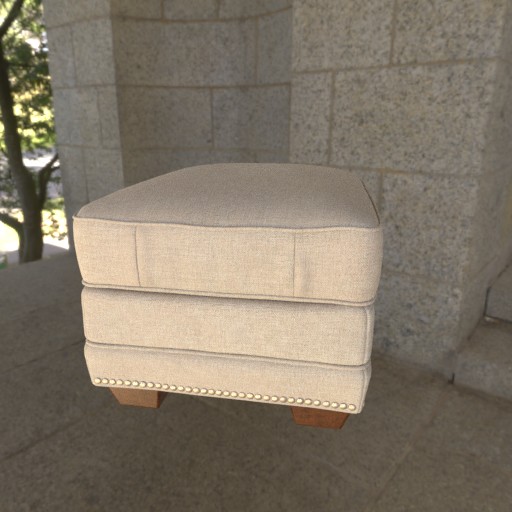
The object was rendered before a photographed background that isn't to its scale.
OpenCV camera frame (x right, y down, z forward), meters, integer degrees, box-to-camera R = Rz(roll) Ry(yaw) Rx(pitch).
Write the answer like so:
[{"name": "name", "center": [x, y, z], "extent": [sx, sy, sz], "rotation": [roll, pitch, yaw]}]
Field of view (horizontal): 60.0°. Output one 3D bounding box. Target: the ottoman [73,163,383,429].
[{"name": "ottoman", "center": [0.000, 0.000, 1.147], "extent": [0.559, 0.458, 0.813], "rotation": [3, 17, 10]}]
